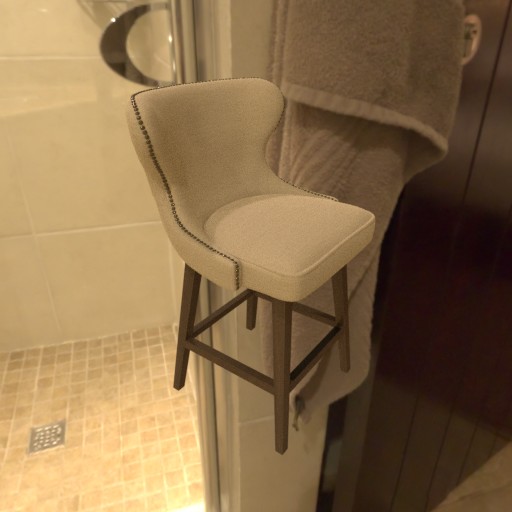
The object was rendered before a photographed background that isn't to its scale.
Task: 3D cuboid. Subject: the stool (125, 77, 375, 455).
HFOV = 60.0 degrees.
[{"bbox_3d":[0.000,0.000,1.376,0.597,0.972,0.615,19,33,32],"label":"stool"}]
